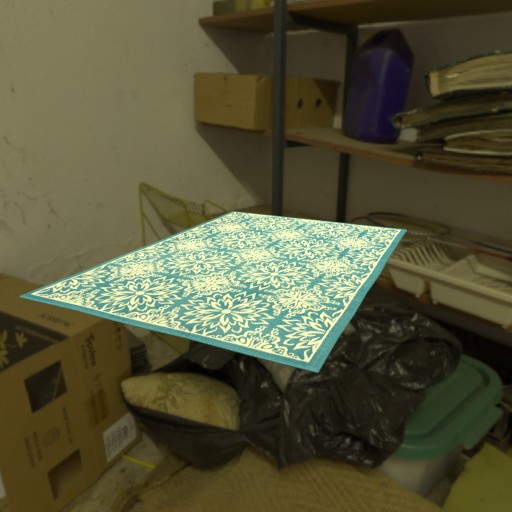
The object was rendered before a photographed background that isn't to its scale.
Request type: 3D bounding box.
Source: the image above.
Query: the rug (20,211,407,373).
[{"bbox_3d":[0.000,0.000,2.829,1.554,0.012,2.205,8,20,24],"label":"rug"}]
